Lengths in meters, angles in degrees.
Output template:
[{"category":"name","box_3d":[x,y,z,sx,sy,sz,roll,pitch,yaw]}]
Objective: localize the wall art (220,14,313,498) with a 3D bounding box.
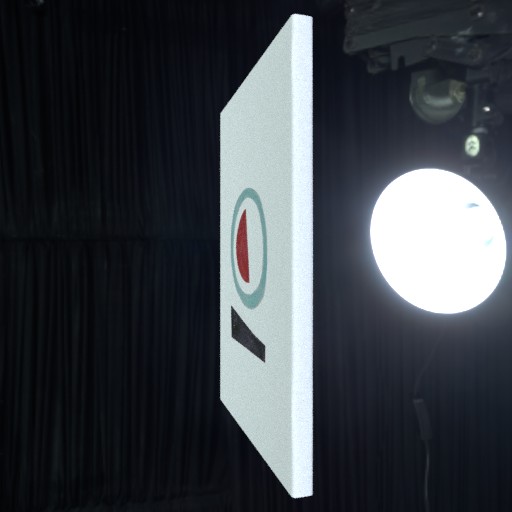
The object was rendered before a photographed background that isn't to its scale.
[{"category":"wall art","box_3d":[0.000,0.000,1.114,0.048,0.902,0.602,0,0,-17]}]
